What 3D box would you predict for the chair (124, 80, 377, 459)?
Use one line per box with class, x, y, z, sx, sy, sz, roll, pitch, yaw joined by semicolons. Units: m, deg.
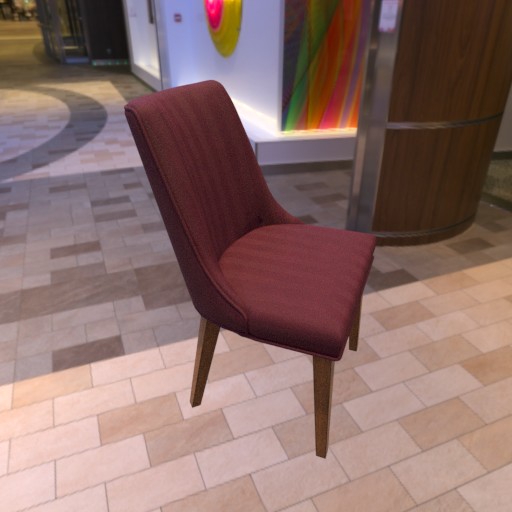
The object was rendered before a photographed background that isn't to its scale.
chair;0.000;0.000;1.321;0.638;0.916;0.548;11;31;19
